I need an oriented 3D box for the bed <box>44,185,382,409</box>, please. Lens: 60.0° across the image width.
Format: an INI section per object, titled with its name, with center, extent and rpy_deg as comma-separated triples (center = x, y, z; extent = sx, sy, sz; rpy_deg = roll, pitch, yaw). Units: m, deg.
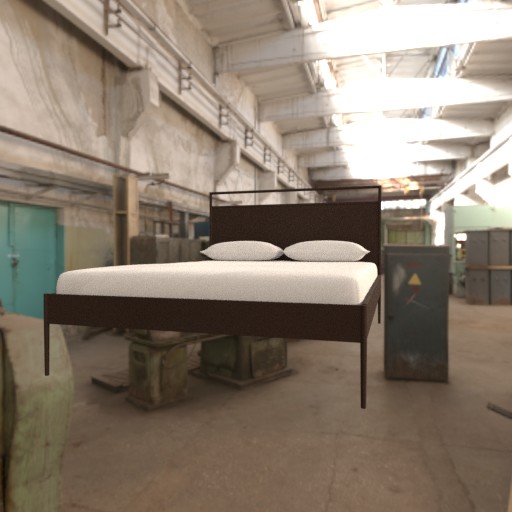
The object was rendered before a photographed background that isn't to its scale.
[bed]
center = 0.000, 0.000, 2.987
extent = 1.572, 1.173, 2.122
rpy_deg = 0, 1, 17
